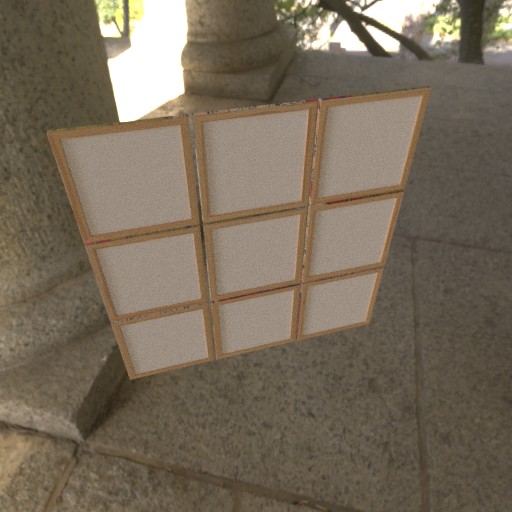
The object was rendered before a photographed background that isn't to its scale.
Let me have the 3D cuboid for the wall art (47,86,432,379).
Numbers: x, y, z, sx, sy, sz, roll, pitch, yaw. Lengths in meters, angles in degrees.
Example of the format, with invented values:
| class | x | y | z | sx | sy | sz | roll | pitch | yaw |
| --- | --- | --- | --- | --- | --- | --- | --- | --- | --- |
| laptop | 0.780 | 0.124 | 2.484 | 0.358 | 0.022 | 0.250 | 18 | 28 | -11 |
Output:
| class | x | y | z | sx | sy | sz | roll | pitch | yaw |
| --- | --- | --- | --- | --- | --- | --- | --- | --- | --- |
| wall art | 0.000 | 0.000 | 1.318 | 0.904 | 0.913 | 0.013 | -11 | 43 | -12 |
